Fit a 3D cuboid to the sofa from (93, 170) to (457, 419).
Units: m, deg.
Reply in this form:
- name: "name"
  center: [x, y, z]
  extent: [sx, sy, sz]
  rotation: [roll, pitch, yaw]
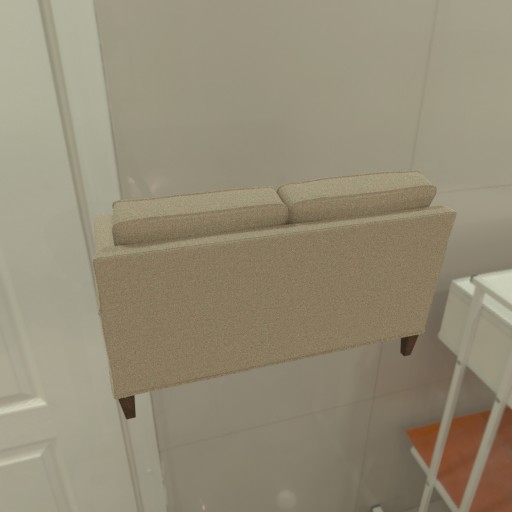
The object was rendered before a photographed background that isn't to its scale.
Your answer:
- name: "sofa"
  center: [0.000, 0.000, 2.320]
  extent: [1.597, 1.003, 1.084]
  rotation: [-8, 28, -16]
